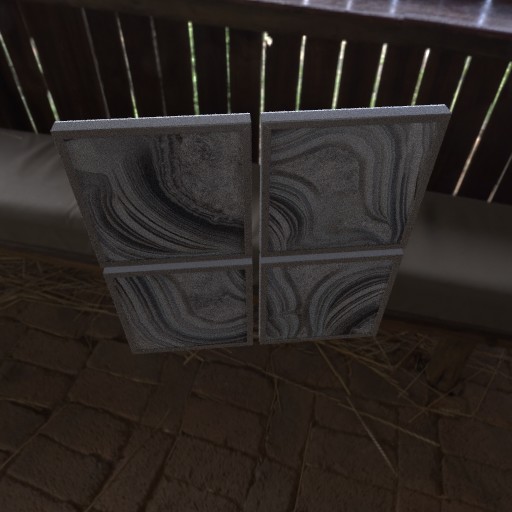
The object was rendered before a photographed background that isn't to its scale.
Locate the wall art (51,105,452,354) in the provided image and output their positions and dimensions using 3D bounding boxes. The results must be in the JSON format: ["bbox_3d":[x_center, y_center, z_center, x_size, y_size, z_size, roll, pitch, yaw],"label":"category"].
[{"bbox_3d":[0.000,0.000,0.901,0.611,0.611,0.029,-4,46,-4],"label":"wall art"}]
